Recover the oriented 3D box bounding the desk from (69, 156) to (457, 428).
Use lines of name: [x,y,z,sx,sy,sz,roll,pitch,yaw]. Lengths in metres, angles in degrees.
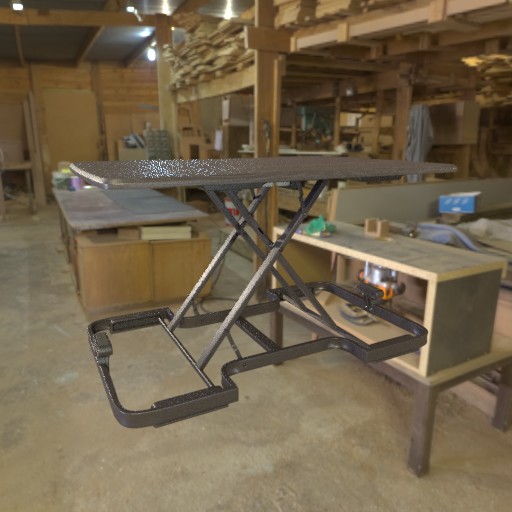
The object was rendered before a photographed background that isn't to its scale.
desk: [0.000,0.000,1.143,0.820,0.470,0.546,-8,17,-26]
